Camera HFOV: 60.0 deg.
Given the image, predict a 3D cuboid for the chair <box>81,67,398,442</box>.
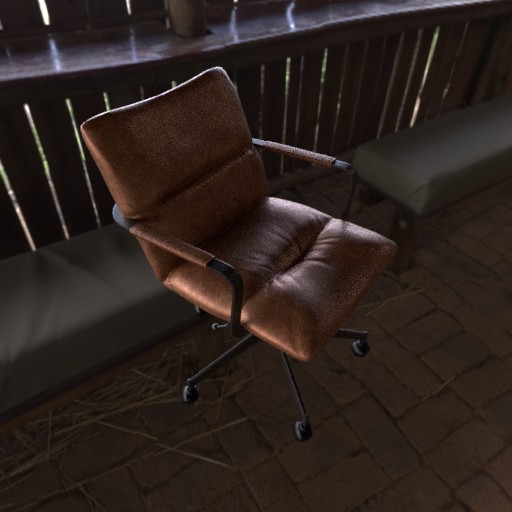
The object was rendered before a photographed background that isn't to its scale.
[{"bbox_3d":[0.000,0.000,1.435,0.754,0.922,0.727,26,47,27],"label":"chair"}]
